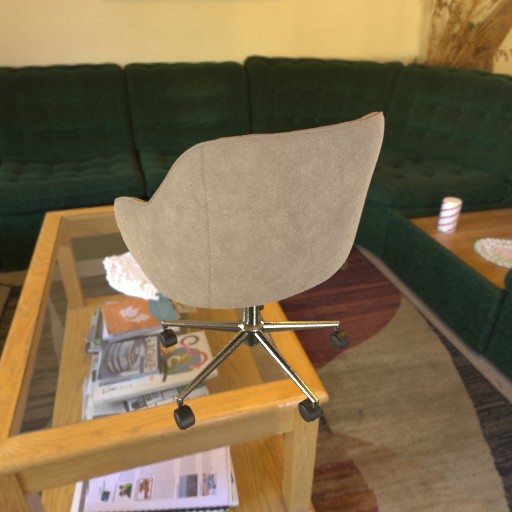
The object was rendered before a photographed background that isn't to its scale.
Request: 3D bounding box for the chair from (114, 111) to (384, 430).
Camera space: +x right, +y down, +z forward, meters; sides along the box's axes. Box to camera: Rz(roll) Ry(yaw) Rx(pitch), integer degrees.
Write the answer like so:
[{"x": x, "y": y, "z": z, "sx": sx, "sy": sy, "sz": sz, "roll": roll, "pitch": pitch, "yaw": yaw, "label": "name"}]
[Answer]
[{"x": 0.000, "y": 0.000, "z": 1.244, "sx": 0.635, "sy": 0.831, "sz": 0.573, "roll": -18, "pitch": 35, "yaw": -28, "label": "chair"}]
